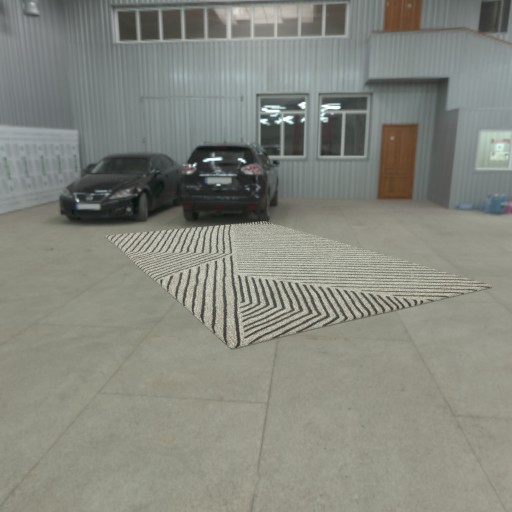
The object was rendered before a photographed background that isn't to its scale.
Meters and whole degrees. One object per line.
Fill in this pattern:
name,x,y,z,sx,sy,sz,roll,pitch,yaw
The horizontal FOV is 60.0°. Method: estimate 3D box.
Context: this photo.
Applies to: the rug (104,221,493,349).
rug,0.000,0.000,2.998,1.539,0.023,2.406,-8,16,-28
